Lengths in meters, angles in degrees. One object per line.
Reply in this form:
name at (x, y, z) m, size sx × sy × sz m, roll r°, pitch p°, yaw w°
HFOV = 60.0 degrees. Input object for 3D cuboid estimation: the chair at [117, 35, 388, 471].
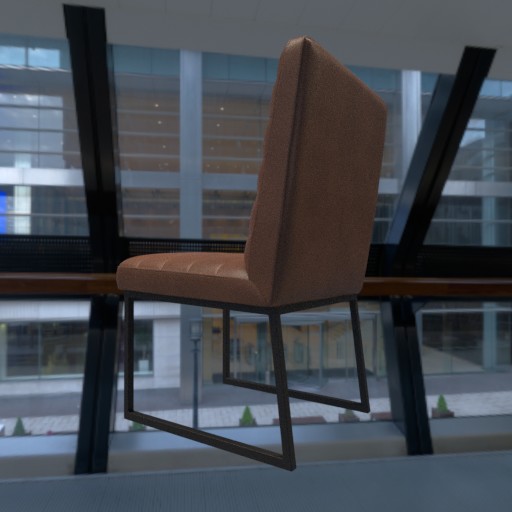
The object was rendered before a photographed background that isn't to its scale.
chair at (0.000, 0.000, 1.288) m, size 0.634 × 0.930 × 0.520 m, roll 0°, pitch -1°, yaw 35°
